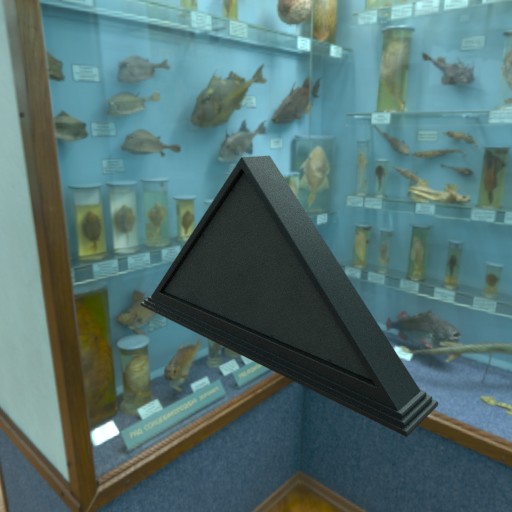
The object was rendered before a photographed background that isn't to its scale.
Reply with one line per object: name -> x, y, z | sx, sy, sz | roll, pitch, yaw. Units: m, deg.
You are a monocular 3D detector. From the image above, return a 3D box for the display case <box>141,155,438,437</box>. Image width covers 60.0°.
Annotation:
display case -> 0.000, 0.000, 0.774 | 0.640, 0.340, 0.095 | 15, 22, 42
